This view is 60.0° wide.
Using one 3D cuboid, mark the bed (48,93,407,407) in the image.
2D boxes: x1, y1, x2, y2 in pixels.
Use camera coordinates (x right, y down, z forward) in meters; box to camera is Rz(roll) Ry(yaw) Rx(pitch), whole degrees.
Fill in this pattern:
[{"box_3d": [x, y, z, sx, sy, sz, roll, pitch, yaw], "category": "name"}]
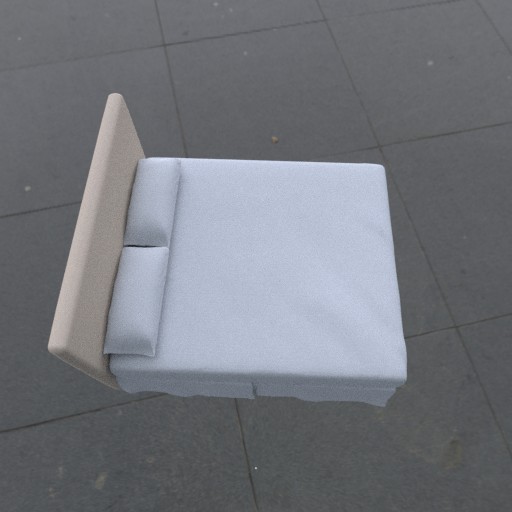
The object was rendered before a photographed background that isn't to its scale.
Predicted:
[{"box_3d": [0.000, 0.000, 3.242, 2.142, 1.330, 1.884, 2, 64, 1], "category": "bed"}]
